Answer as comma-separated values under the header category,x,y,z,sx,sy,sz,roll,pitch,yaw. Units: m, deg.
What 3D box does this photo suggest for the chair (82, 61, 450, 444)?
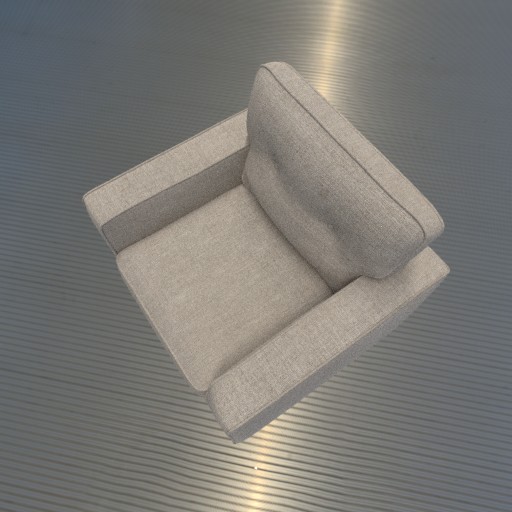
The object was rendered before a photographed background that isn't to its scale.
category,x,y,z,sx,sy,sz,roll,pitch,yaw
chair,0.000,0.000,1.706,0.939,0.965,1.015,-32,69,-14
